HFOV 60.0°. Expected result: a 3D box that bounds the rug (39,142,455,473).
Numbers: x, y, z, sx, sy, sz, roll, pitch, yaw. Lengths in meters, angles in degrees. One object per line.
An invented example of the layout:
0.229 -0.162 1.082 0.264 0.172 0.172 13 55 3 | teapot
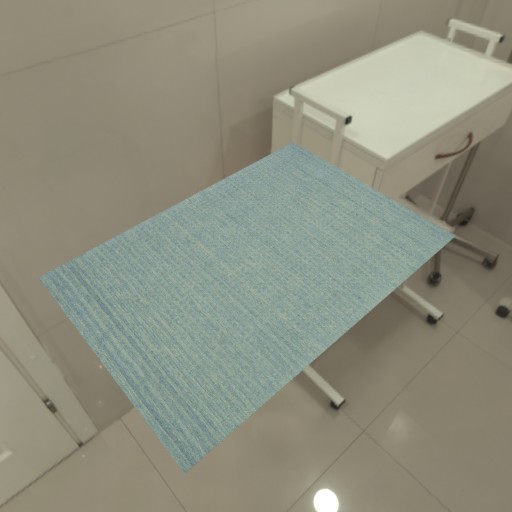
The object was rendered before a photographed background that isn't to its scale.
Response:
0.000 0.000 3.705 2.895 0.006 1.982 -33 55 -27 | rug
